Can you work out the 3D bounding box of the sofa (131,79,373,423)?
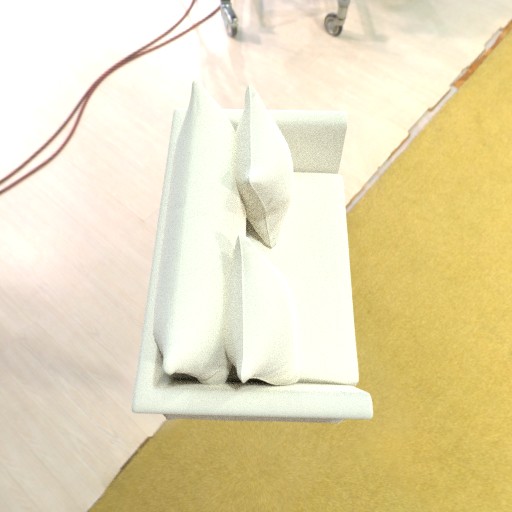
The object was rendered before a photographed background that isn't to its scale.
[{"bbox_3d":[0.000,0.000,2.290,1.026,1.039,1.608,1,64,1],"label":"sofa"}]
